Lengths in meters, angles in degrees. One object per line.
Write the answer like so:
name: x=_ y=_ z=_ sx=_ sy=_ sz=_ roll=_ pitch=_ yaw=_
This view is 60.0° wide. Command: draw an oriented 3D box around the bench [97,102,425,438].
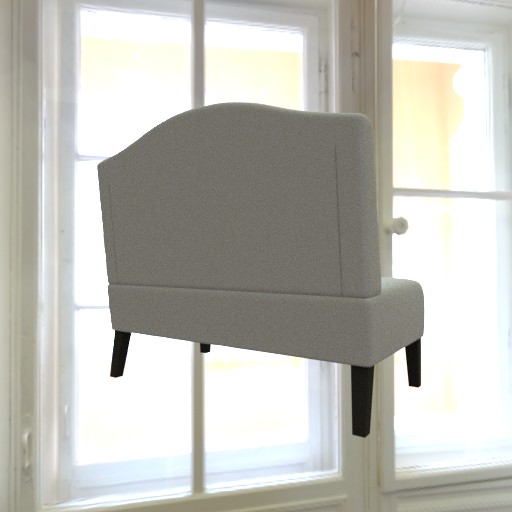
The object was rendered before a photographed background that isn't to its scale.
bench: x=0.000 y=0.000 z=2.065 sx=1.335 sy=1.180 sz=0.815 roll=0 pitch=0 yaw=34
